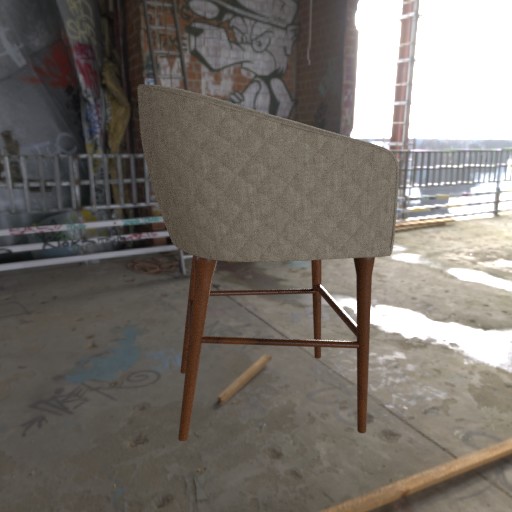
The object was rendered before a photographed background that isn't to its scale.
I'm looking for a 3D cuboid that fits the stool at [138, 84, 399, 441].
[{"bbox_3d":[0.000,0.000,1.340,0.635,0.952,0.559,-2,15,-8],"label":"stool"}]
